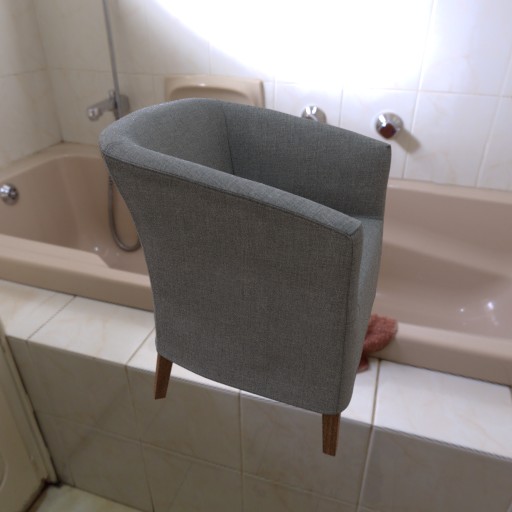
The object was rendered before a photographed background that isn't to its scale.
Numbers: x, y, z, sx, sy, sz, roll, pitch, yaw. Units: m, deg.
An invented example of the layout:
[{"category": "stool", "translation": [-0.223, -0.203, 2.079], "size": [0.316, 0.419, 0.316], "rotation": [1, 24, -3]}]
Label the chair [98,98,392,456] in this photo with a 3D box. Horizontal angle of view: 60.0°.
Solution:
[{"category": "chair", "translation": [0.000, 0.000, 1.266], "size": [0.668, 0.771, 0.600], "rotation": [10, 32, 17]}]
